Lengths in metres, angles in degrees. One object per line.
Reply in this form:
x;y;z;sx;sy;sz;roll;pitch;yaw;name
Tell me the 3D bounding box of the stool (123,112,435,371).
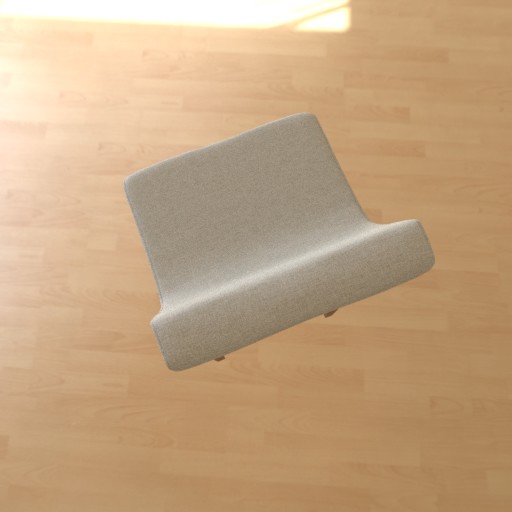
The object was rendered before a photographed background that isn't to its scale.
0.000;0.000;1.238;0.511;0.937;0.500;-21;76;-6;stool
